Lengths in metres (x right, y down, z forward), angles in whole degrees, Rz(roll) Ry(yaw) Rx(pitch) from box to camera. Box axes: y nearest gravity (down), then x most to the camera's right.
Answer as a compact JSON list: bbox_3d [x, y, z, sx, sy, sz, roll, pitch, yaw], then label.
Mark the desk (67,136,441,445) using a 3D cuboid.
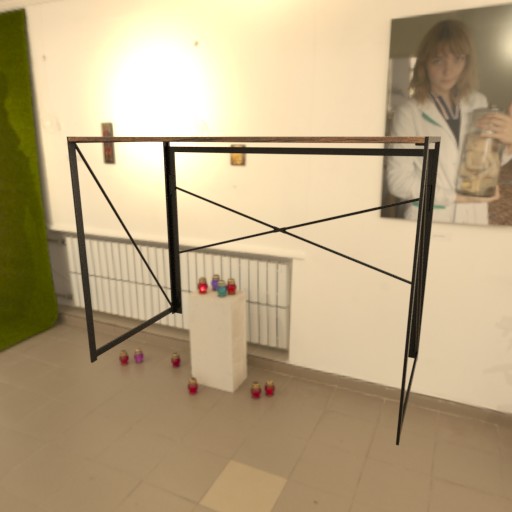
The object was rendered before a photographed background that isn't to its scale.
[{"bbox_3d":[0.000,0.000,1.437,1.015,0.747,0.505,7,16,24],"label":"desk"}]
